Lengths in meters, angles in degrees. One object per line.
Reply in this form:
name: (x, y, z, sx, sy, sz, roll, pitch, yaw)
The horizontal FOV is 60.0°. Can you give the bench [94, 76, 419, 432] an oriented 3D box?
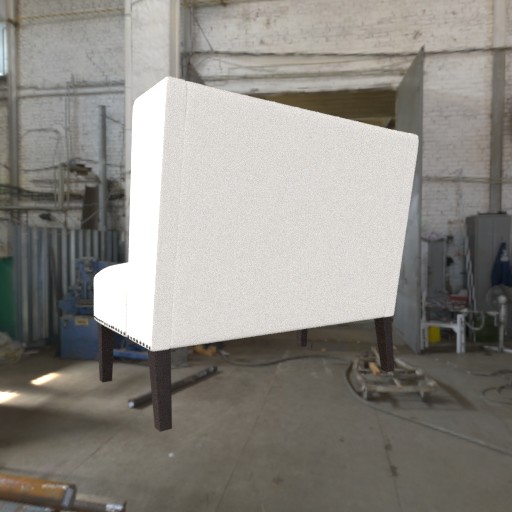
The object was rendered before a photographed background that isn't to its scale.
bench: (0.000, 0.000, 2.043, 1.280, 1.123, 0.847, -1, 2, -35)
